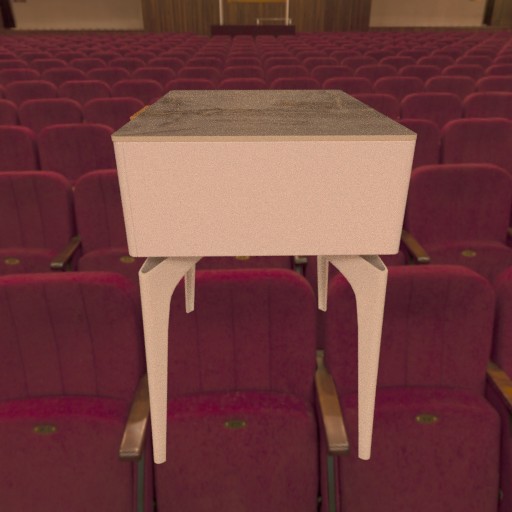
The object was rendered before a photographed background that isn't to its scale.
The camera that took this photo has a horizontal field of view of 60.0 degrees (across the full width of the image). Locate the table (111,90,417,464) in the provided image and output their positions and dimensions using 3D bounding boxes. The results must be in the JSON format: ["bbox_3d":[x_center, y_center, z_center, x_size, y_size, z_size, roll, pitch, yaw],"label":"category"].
[{"bbox_3d":[0.000,0.000,0.882,0.400,0.570,0.500,-1,26,-1],"label":"table"}]
